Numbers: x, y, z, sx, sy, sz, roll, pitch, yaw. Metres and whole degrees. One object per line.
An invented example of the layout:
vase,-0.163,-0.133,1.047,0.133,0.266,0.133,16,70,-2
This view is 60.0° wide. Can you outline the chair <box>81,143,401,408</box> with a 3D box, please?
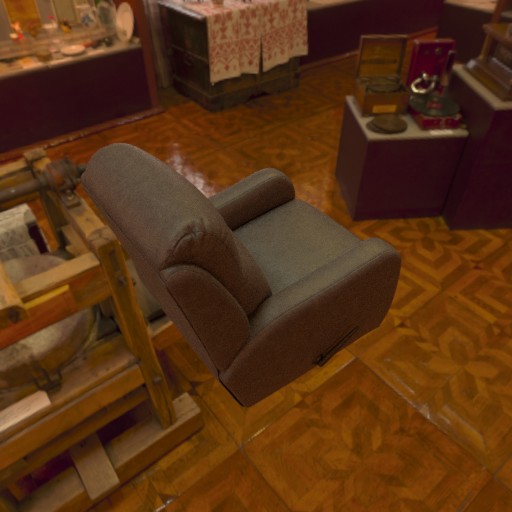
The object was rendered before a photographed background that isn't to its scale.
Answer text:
chair,0.000,0.000,1.881,1.067,1.067,0.865,-26,48,-26
